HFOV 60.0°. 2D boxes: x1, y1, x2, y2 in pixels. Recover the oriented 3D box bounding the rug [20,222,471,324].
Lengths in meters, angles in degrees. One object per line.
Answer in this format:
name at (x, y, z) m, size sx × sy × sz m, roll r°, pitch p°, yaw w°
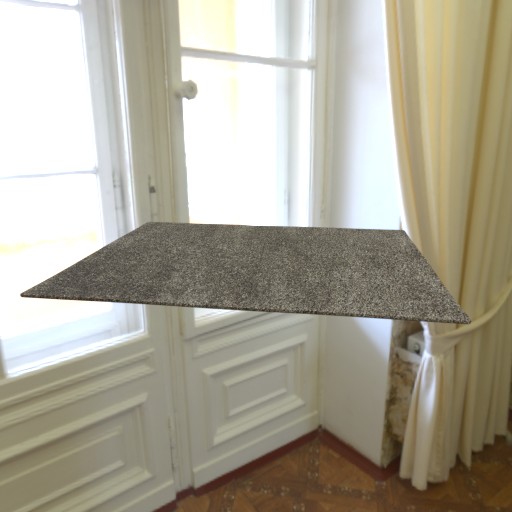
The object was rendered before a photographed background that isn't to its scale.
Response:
rug at (0.000, 0.000, 4.030) m, size 3.000 × 0.025 × 2.401 m, roll 2°, pitch 17°, yaw 8°
